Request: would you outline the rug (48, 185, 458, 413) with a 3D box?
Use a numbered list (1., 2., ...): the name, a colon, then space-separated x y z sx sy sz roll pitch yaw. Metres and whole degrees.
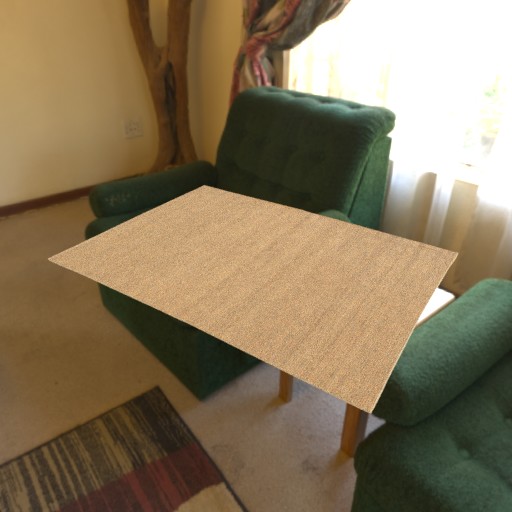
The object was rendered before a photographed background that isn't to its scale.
1. rug: 0.000 0.000 2.986 2.264 0.030 1.624 19 35 29
